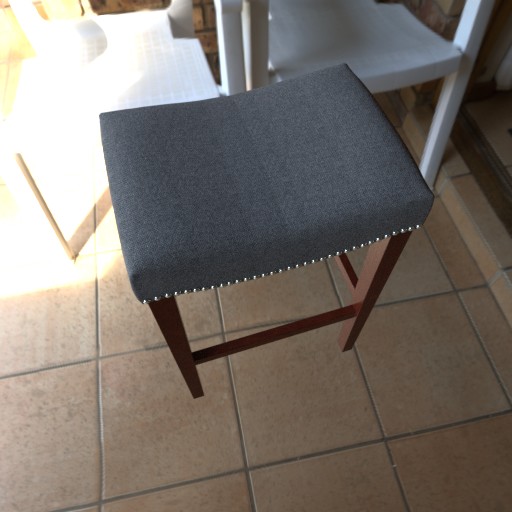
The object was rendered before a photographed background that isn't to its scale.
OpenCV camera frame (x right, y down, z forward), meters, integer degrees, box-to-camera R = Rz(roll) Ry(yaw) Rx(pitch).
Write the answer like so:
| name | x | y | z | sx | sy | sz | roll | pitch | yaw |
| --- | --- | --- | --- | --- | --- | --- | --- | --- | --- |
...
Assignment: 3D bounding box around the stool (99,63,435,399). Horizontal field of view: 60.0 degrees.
| name | x | y | z | sx | sy | sz | roll | pitch | yaw |
| --- | --- | --- | --- | --- | --- | --- | --- | --- | --- |
| stool | 0.000 | 0.000 | 1.049 | 0.504 | 0.742 | 0.372 | -15 | 60 | -9 |
